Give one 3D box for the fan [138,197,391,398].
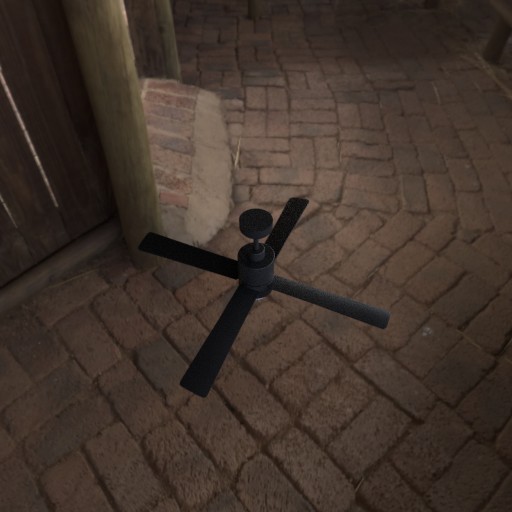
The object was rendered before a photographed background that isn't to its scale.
[{"bbox_3d":[0.000,0.000,2.412,1.525,0.534,1.525,18,50,16],"label":"fan"}]
